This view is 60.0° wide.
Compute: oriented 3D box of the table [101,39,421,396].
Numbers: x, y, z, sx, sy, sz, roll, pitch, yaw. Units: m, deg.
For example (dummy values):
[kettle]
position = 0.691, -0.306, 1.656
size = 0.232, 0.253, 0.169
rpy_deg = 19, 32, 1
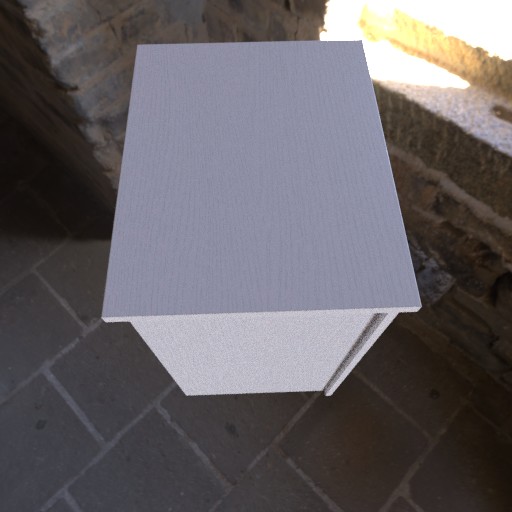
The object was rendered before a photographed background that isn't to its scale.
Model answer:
[table]
position = 0.000, 0.000, 0.915
size = 0.381, 0.635, 0.480
rpy_deg = -2, 63, -1
